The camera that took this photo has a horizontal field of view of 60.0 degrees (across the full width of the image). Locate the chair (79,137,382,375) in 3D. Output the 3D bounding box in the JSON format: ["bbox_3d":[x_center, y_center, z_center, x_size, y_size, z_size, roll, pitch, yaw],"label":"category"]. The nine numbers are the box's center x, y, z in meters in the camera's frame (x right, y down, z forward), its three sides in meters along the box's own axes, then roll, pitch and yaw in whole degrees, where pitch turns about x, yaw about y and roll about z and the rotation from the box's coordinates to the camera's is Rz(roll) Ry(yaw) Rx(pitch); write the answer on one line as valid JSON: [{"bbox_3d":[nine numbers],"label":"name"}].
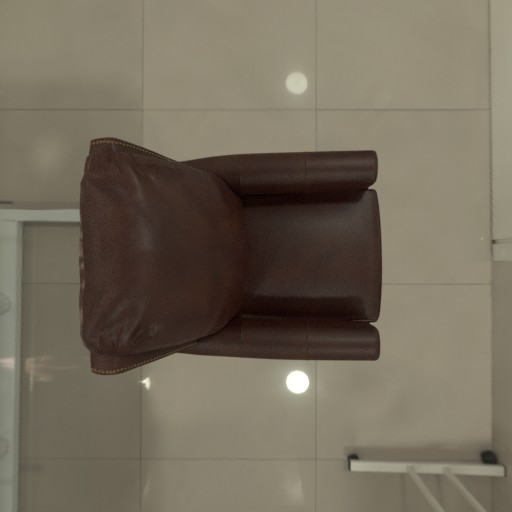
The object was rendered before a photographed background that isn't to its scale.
[{"bbox_3d":[0.000,0.000,1.806,1.089,1.022,0.826,0,89,0],"label":"chair"}]
